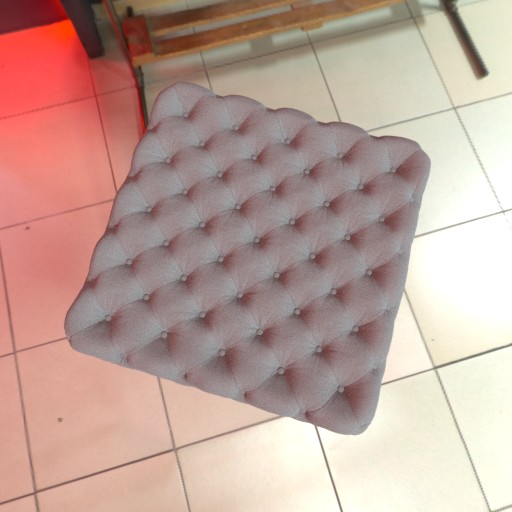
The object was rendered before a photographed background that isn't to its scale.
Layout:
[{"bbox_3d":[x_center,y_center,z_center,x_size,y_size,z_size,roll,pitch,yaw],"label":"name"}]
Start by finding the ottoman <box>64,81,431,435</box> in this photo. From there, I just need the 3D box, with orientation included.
[{"bbox_3d":[0.000,0.000,1.467,0.911,0.439,0.917,16,76,4],"label":"ottoman"}]
